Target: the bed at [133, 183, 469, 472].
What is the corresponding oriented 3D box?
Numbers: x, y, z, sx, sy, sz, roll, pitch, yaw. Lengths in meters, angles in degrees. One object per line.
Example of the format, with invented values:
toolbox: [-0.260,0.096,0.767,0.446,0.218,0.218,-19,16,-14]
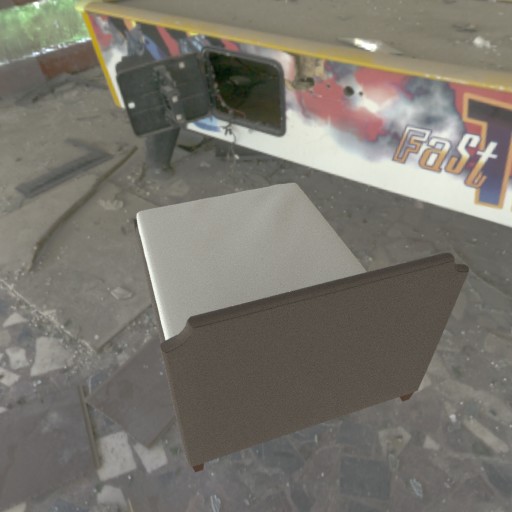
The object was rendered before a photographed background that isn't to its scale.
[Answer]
bed: [0.000,0.000,3.441,1.713,1.443,2.372,-13,42,-14]
